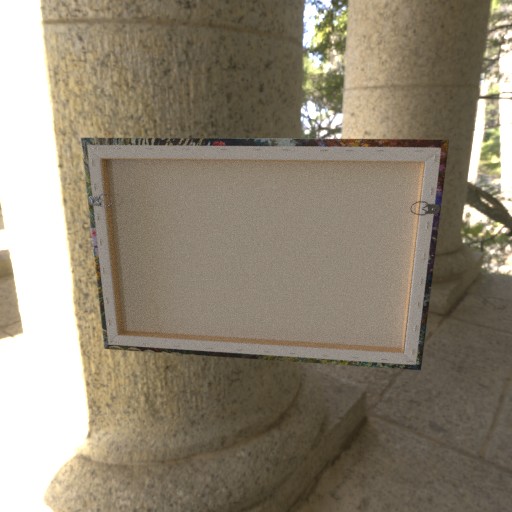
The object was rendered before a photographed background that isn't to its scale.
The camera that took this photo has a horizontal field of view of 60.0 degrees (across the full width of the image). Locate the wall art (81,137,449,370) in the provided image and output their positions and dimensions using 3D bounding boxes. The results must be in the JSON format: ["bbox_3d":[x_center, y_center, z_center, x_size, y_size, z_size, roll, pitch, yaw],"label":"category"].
[{"bbox_3d":[0.000,0.000,1.483,1.136,0.760,0.042,2,17,7],"label":"wall art"}]
